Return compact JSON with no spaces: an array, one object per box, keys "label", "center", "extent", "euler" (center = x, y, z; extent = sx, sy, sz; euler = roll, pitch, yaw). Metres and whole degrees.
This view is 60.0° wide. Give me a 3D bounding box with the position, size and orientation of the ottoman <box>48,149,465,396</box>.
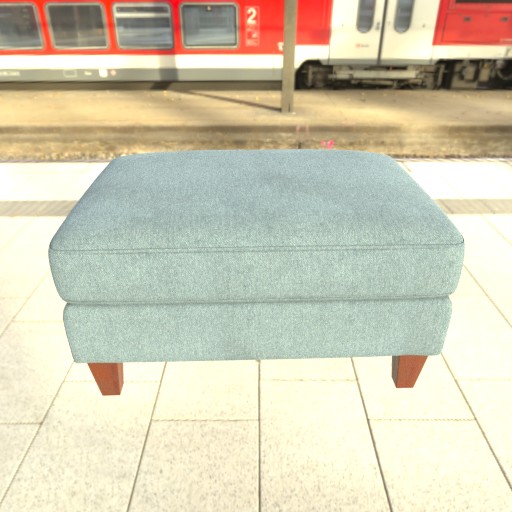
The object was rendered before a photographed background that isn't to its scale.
[{"label":"ottoman","center":[0.000,0.000,1.194],"extent":[0.864,0.483,0.584],"euler":[-1,30,-2]}]
